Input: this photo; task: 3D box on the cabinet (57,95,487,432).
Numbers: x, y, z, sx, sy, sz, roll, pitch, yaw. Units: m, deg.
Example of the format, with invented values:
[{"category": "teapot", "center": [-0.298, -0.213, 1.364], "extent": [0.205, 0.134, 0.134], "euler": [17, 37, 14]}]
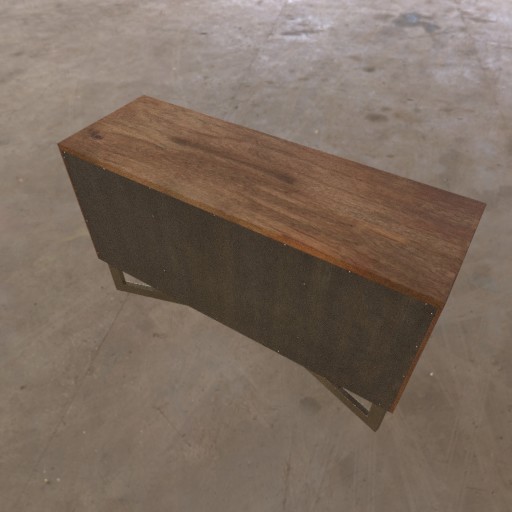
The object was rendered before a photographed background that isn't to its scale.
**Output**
[{"category": "cabinet", "center": [0.000, 0.000, 1.752], "extent": [1.373, 0.812, 0.480], "euler": [24, 50, 22]}]
